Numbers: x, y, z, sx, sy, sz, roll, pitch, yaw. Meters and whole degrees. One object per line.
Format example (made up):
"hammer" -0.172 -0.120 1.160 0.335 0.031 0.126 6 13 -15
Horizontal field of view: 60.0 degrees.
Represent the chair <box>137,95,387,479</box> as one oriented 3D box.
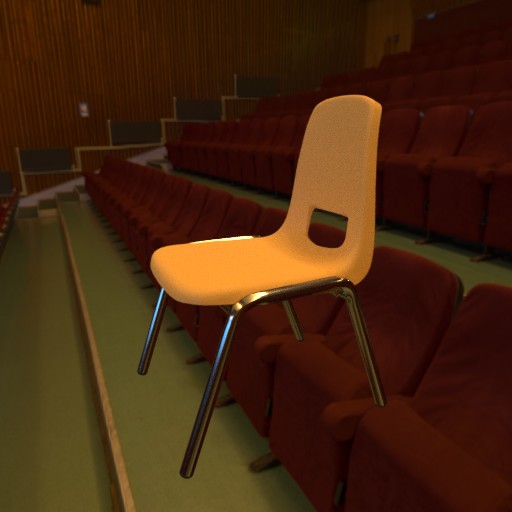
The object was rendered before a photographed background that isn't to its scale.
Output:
"chair" 0.000 0.000 0.844 0.423 0.586 0.354 -8 18 -25
